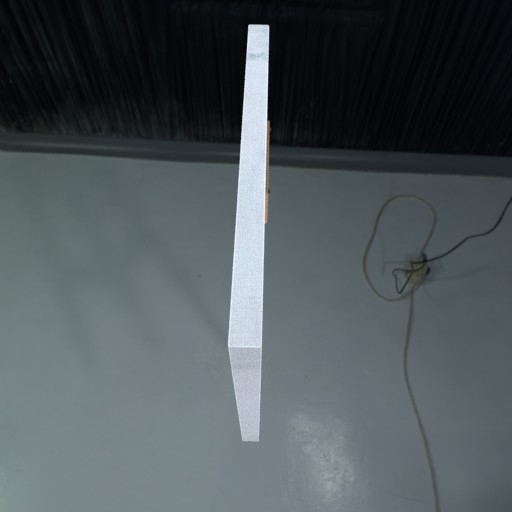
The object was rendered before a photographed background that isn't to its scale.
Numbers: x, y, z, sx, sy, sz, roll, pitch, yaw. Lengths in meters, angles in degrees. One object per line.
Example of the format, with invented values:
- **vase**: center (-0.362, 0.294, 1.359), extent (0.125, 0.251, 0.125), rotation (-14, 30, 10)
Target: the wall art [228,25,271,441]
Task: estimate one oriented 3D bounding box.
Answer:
- **wall art**: center (0.000, 0.000, 0.896), extent (0.044, 0.605, 0.605), rotation (1, 58, 1)
